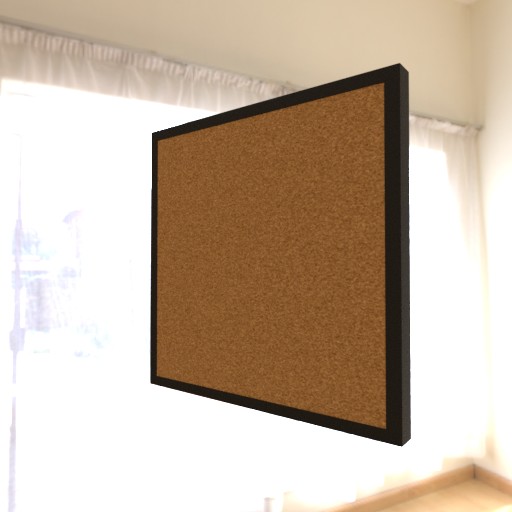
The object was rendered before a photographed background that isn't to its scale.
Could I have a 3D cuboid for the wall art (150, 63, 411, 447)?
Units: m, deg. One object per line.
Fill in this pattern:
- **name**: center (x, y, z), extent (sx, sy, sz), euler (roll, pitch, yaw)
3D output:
- **wall art**: center (0.000, 0.000, 0.748), extent (0.506, 0.503, 0.036), euler (-1, -1, 38)
